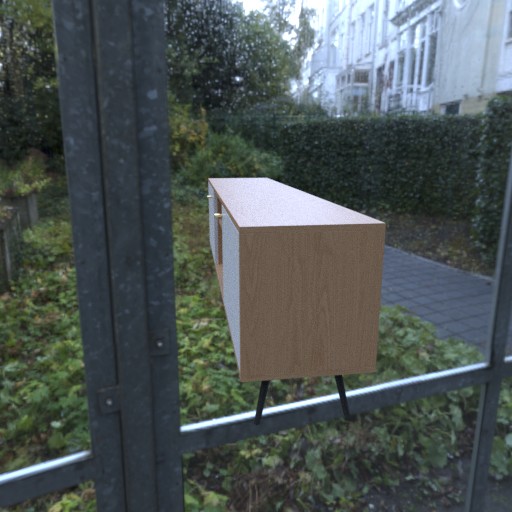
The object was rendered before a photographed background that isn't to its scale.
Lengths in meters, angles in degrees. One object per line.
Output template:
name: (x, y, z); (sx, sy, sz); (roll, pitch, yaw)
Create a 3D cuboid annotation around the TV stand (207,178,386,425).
TV stand: (0.000, 0.000, 2.000); (0.400, 0.580, 1.760); (-2, 14, -8)
